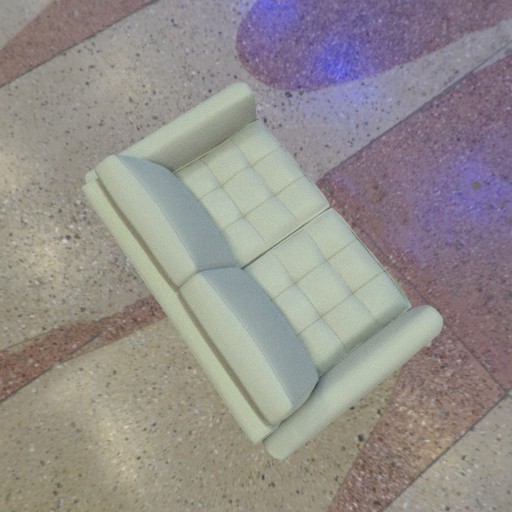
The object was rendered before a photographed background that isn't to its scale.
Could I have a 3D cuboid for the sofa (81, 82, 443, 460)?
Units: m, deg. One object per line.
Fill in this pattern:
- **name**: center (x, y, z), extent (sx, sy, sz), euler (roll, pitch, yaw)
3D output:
- **sofa**: center (0.000, 0.000, 2.452), extent (1.121, 0.930, 1.819), euler (-35, 77, -9)
